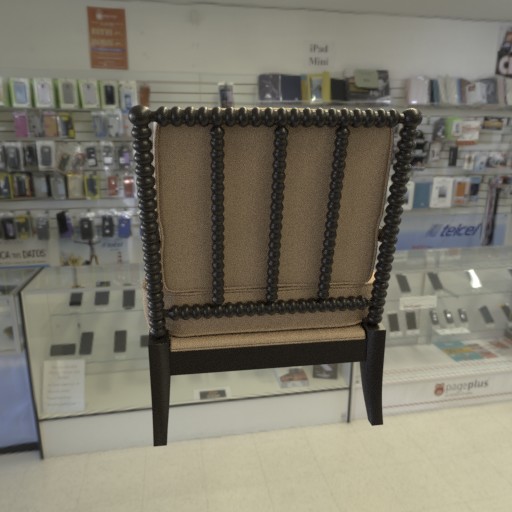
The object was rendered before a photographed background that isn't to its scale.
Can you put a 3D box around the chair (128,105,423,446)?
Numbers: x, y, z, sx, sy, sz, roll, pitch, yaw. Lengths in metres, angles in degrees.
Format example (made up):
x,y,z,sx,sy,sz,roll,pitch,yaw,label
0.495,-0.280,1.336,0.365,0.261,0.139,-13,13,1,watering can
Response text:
x,y,z,sx,sy,sz,roll,pitch,yaw,label
0.000,0.000,1.156,0.555,0.703,0.657,-2,15,-8,chair
